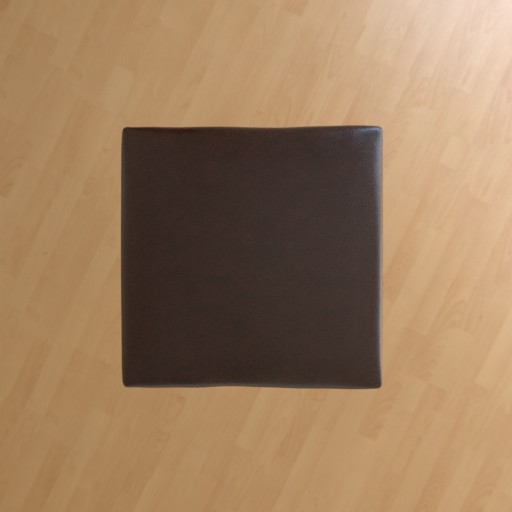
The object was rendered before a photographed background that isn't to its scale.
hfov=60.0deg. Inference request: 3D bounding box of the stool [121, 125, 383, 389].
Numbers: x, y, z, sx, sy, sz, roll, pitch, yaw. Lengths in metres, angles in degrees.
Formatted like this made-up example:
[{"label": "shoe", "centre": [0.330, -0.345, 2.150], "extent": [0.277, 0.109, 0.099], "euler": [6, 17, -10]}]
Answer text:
[{"label": "stool", "centre": [0.000, 0.000, 0.939], "extent": [0.382, 0.702, 0.383], "euler": [0, 90, 1]}]
